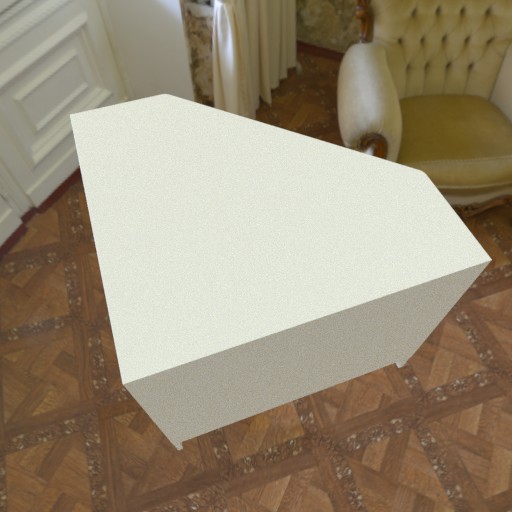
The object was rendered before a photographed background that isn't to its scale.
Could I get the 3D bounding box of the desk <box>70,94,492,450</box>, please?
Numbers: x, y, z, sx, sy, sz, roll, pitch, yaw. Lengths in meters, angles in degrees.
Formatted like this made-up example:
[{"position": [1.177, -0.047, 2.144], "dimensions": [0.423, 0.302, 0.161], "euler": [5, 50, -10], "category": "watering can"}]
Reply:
[{"position": [0.000, 0.000, 1.618], "dimensions": [0.940, 0.818, 0.926], "euler": [-17, 59, -11], "category": "desk"}]
